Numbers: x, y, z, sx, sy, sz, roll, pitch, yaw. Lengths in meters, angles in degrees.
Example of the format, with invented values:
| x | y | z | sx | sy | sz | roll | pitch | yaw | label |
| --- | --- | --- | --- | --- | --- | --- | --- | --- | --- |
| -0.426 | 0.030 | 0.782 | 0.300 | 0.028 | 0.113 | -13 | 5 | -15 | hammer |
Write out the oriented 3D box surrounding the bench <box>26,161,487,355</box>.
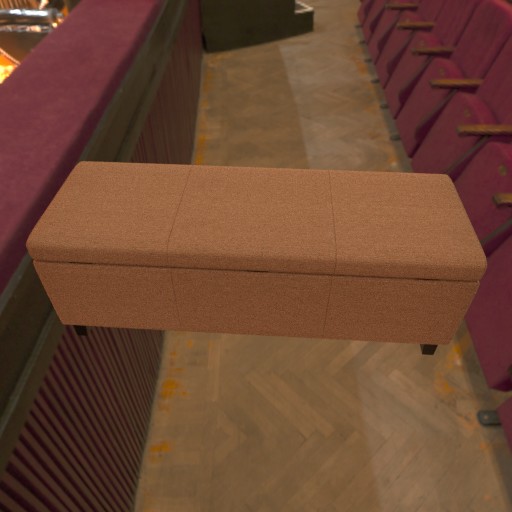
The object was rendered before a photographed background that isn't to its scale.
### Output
| x | y | z | sx | sy | sz | roll | pitch | yaw | label |
| --- | --- | --- | --- | --- | --- | --- | --- | --- | --- |
| 0.000 | 0.000 | 1.473 | 1.269 | 0.438 | 0.446 | 3 | 44 | 3 | bench |
